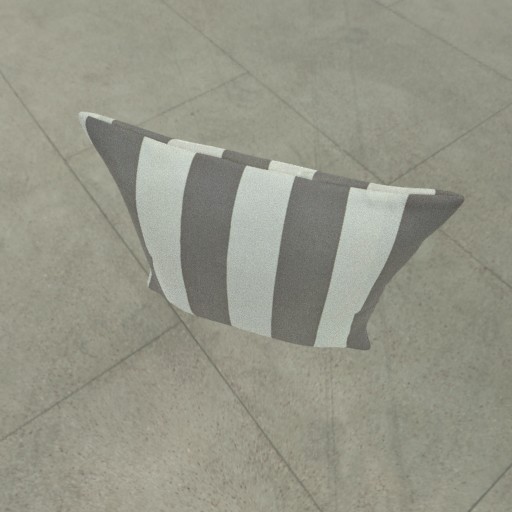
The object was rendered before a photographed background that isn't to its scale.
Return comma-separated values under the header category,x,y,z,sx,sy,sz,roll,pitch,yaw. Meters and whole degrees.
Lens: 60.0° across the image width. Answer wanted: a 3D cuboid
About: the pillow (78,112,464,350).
category,x,y,z,sx,sy,sz,roll,pitch,yaw
pillow,0.000,0.000,0.782,0.522,0.507,0.192,15,59,9
